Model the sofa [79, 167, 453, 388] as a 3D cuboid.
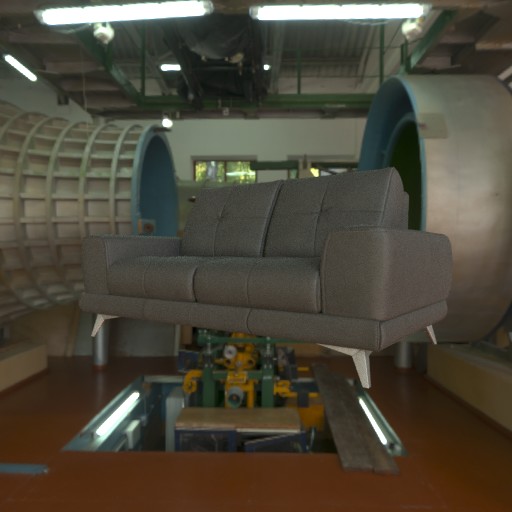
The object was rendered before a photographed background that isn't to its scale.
[{"bbox_3d":[0.000,0.000,2.390,1.806,0.907,1.018,0,1,36],"label":"sofa"}]
